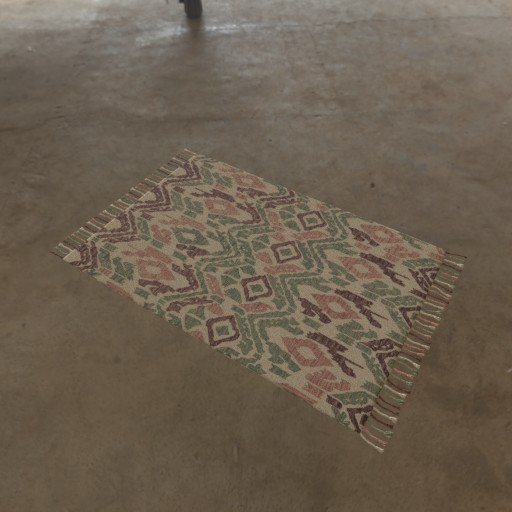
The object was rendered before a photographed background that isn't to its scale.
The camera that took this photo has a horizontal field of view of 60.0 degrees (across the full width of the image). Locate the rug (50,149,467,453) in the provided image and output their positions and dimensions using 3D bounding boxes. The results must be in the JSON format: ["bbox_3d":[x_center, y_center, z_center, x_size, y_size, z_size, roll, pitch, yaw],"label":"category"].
[{"bbox_3d":[0.000,0.000,3.001,2.438,0.011,1.524,25,52,22],"label":"rug"}]
